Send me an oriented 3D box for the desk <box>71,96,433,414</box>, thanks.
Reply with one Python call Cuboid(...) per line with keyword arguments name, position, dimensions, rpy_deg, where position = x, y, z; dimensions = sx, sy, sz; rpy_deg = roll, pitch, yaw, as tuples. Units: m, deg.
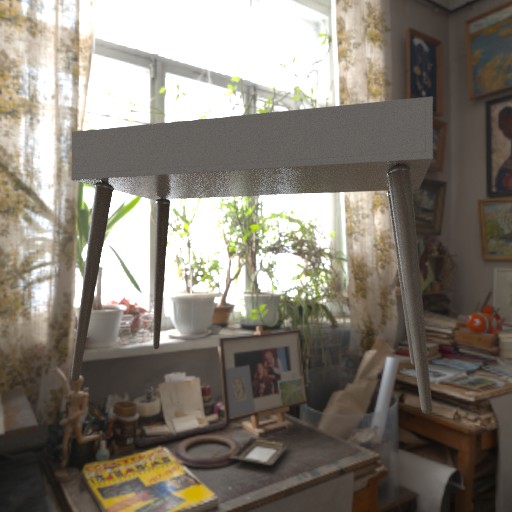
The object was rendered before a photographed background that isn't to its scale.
Cuboid(name="desk", position=(0.000, 0.000, 1.372), dimensions=(0.979, 0.723, 0.491), rpy_deg=(0, 0, 17))
